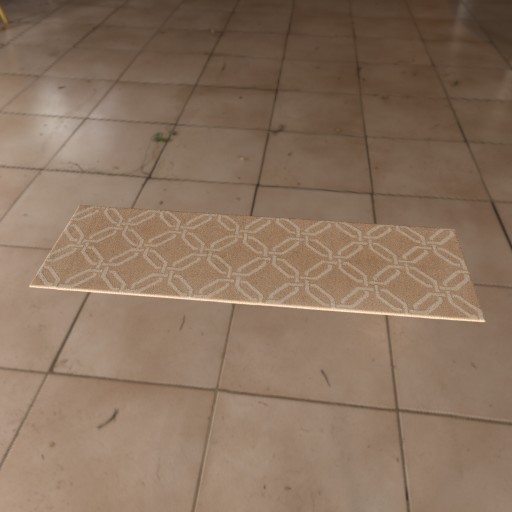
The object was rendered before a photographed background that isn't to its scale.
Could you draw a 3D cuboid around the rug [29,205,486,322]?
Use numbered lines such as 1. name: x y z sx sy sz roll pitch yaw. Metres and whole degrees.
1. rug: 0.000 0.000 2.438 2.276 0.014 0.678 4 45 4
